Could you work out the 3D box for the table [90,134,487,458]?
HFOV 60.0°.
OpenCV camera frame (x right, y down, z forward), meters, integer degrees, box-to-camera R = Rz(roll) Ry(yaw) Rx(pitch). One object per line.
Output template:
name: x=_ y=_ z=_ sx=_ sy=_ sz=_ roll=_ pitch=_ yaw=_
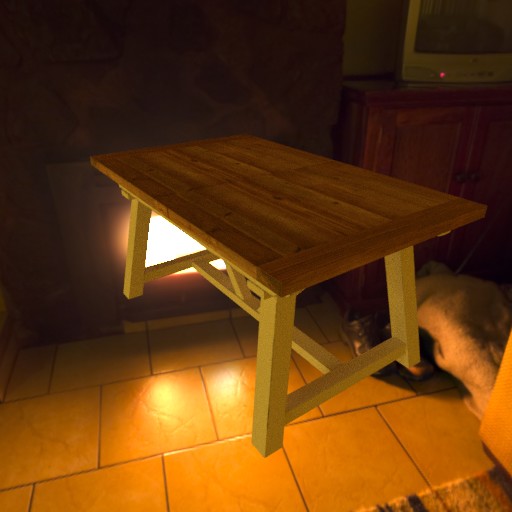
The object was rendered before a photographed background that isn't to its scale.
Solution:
table: x=0.000 y=0.000 z=2.028 sx=0.922 sy=0.743 sz=1.503 roll=-18 pitch=32 yaw=-31
